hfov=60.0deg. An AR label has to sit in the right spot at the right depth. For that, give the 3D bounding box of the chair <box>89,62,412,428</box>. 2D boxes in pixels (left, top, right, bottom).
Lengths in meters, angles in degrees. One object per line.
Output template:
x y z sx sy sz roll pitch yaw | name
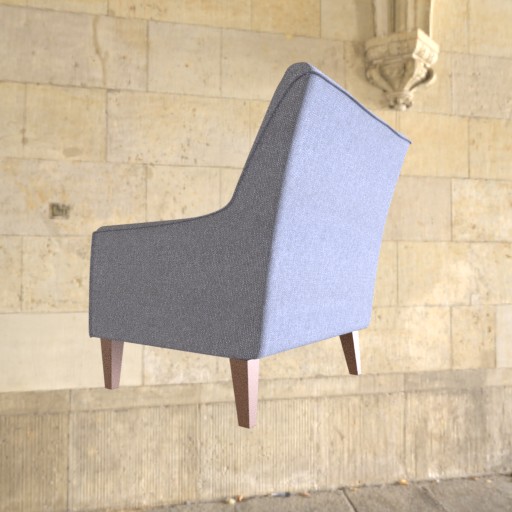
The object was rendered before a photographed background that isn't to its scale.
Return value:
0.000 0.000 1.602 0.899 0.919 0.780 -1 -2 36 | chair
